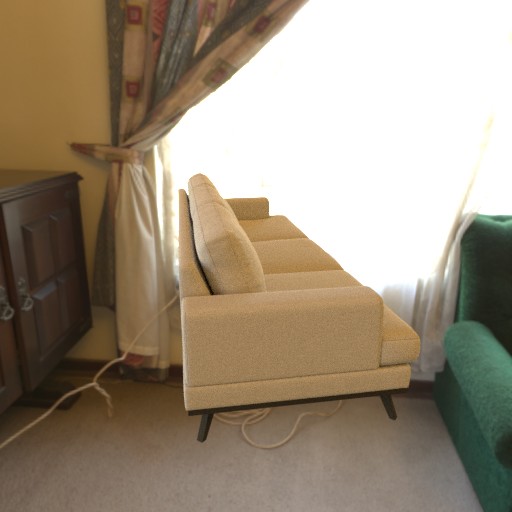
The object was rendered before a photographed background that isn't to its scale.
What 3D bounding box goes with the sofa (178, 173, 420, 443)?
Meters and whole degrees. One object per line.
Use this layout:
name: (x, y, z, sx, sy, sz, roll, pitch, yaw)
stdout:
sofa: (0.000, 0.000, 2.709, 0.920, 0.810, 2.310, -3, 17, -9)
